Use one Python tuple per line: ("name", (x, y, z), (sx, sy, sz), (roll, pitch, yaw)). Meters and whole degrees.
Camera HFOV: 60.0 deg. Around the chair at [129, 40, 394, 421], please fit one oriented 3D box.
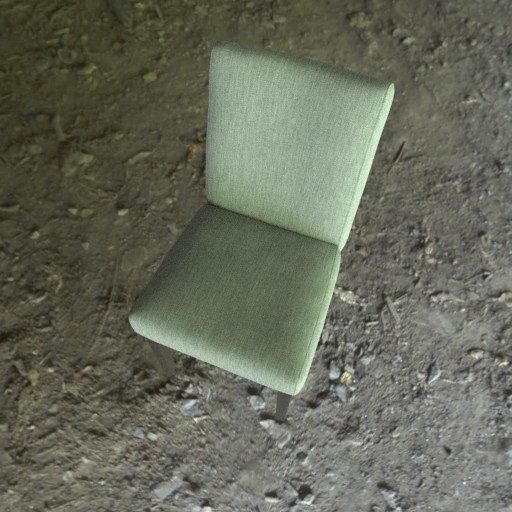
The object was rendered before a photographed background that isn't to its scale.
("chair", (0.000, 0.000, 1.257), (0.487, 0.884, 0.629), (19, 60, 11))
